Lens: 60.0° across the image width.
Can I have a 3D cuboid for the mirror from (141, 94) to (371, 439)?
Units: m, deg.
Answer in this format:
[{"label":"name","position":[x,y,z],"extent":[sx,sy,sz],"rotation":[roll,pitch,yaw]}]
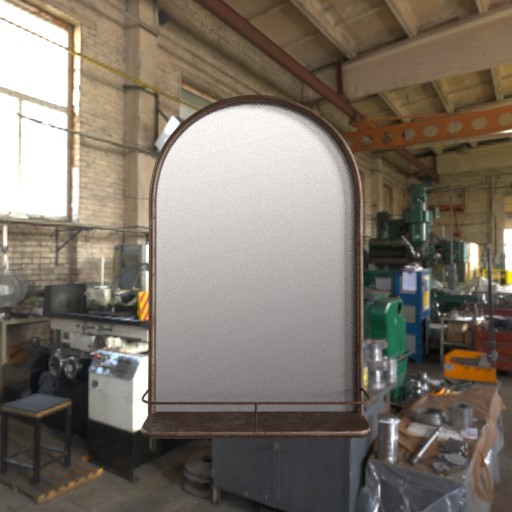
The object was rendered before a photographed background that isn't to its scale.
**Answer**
[{"label":"mirror","position":[0.000,0.000,1.001],"extent":[0.510,0.770,0.137],"rotation":[0,-1,0]}]
